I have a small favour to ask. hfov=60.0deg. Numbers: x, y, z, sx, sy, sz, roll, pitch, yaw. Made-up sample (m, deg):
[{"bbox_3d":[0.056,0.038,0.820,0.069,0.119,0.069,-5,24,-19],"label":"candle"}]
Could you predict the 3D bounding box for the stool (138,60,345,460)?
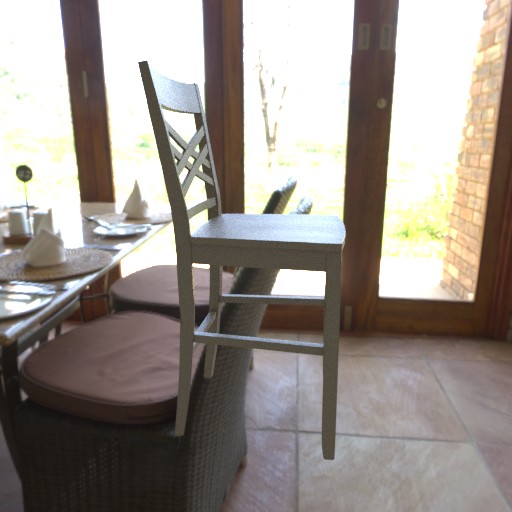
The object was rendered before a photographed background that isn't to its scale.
[{"bbox_3d":[0.000,0.000,1.390,0.539,1.079,0.462,2,15,8],"label":"stool"}]
